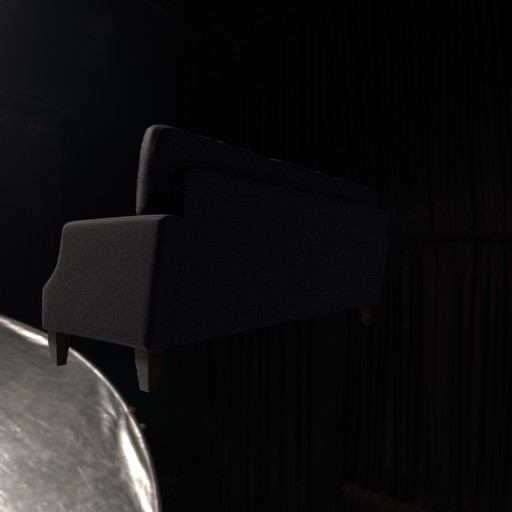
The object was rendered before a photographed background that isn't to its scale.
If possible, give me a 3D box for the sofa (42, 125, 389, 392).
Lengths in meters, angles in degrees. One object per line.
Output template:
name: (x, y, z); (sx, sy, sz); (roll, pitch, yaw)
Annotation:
sofa: (0.000, 0.000, 2.579); (0.888, 0.984, 2.115); (0, 0, 37)
